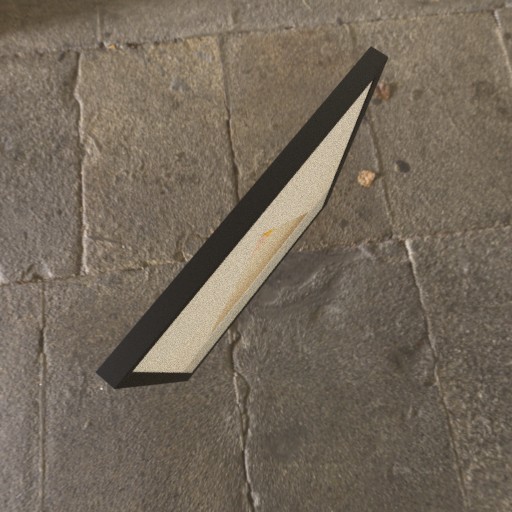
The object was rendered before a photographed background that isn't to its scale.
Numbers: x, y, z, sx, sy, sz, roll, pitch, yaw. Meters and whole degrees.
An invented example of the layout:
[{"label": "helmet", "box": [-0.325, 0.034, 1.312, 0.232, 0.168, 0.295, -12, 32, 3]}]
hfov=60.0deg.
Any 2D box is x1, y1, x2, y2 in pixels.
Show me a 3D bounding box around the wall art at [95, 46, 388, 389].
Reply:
[{"label": "wall art", "box": [0.000, 0.000, 1.140, 0.042, 0.766, 0.769, 37, 78, 9]}]
